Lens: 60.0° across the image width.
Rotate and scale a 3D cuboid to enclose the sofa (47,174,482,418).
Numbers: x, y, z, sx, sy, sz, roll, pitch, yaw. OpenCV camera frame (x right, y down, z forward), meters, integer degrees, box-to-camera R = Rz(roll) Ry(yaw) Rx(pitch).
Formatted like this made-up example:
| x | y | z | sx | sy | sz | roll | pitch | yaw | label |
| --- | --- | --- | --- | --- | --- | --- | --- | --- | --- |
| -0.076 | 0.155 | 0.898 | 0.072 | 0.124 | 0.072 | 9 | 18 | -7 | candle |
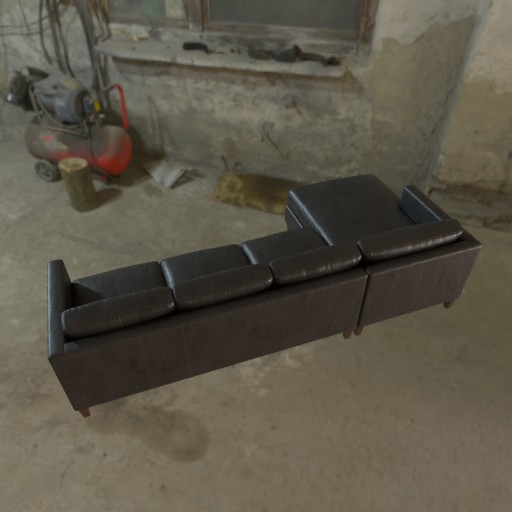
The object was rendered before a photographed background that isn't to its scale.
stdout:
| x | y | z | sx | sy | sz | roll | pitch | yaw | label |
| --- | --- | --- | --- | --- | --- | --- | --- | --- | --- |
| 0.000 | 0.000 | 3.796 | 3.203 | 0.883 | 1.581 | -13 | 43 | -15 | sofa |
